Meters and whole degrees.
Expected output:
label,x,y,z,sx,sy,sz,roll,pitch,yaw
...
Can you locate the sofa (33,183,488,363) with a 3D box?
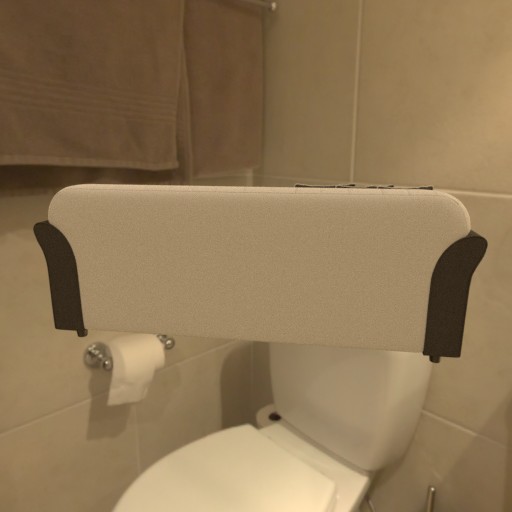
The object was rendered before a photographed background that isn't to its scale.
label,x,y,z,sx,sy,sz,roll,pitch,yaw
sofa,0.000,0.000,2.331,2.001,0.787,0.755,2,15,9
